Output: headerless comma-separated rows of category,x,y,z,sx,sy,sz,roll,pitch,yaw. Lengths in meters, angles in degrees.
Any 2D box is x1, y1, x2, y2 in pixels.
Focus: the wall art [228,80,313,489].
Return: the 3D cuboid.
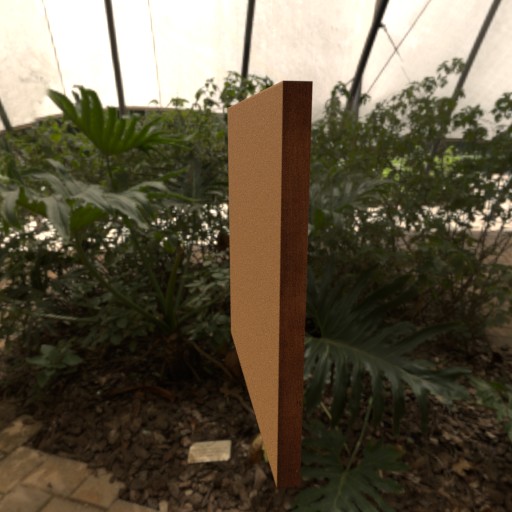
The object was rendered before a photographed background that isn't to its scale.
wall art,0.000,0.000,0.854,0.037,0.572,0.554,-3,16,-10
